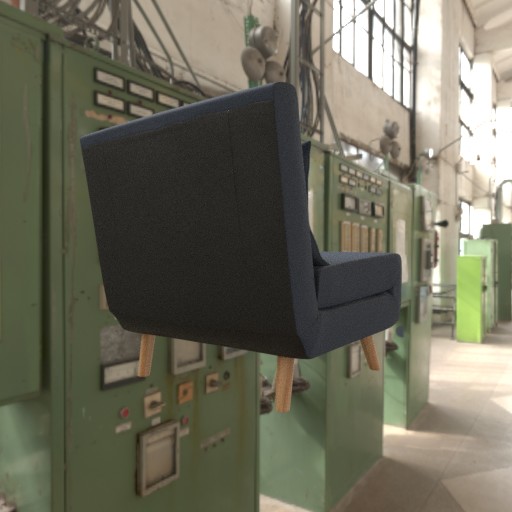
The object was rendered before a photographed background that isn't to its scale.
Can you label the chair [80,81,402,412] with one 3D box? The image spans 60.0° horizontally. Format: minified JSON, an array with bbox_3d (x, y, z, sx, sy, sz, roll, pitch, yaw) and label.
[{"bbox_3d":[0.000,0.000,1.539,0.770,0.808,0.900,0,0,37],"label":"chair"}]
